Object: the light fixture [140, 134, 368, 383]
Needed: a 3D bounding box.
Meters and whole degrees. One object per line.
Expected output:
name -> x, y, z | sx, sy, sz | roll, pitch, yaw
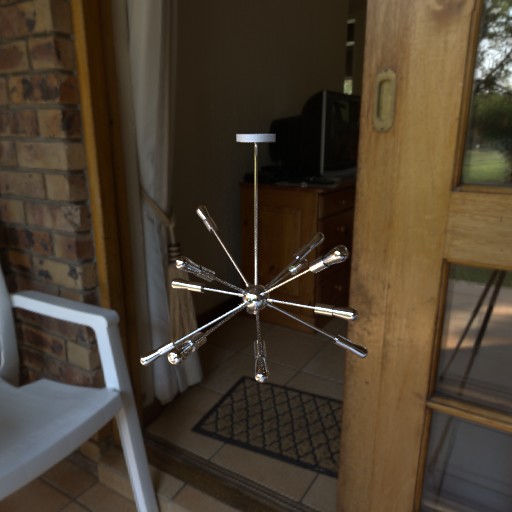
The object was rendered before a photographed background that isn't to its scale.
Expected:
light fixture -> 0.000, 0.000, 1.054 | 0.509, 0.558, 0.684 | 8, 17, 25
